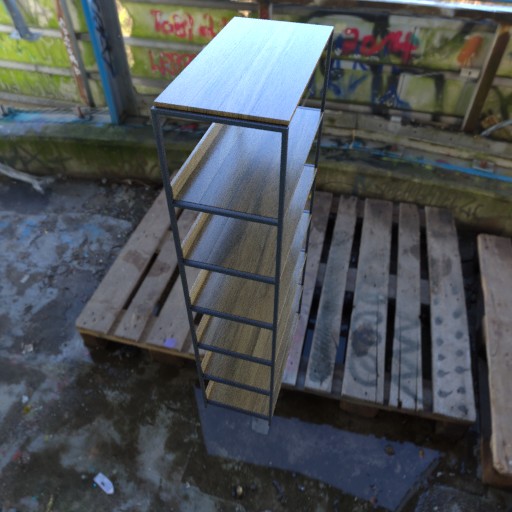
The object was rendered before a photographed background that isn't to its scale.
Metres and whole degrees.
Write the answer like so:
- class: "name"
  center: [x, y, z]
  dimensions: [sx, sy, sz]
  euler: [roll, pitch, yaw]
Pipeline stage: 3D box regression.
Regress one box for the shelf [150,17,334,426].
- class: "shelf"
  center: [0.000, 0.000, 2.303]
  dimensions: [0.431, 2.015, 0.847]
  euler: [12, 47, 11]
